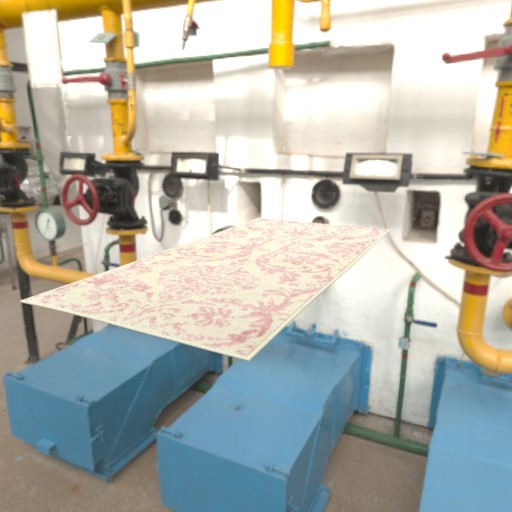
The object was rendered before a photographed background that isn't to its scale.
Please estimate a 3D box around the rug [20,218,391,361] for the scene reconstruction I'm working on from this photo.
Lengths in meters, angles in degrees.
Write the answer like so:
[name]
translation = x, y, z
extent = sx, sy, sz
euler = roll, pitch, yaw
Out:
[rug]
translation = 0.000, 0.000, 1.412
extent = 0.604, 0.007, 1.219
euler = 8, 17, 26
